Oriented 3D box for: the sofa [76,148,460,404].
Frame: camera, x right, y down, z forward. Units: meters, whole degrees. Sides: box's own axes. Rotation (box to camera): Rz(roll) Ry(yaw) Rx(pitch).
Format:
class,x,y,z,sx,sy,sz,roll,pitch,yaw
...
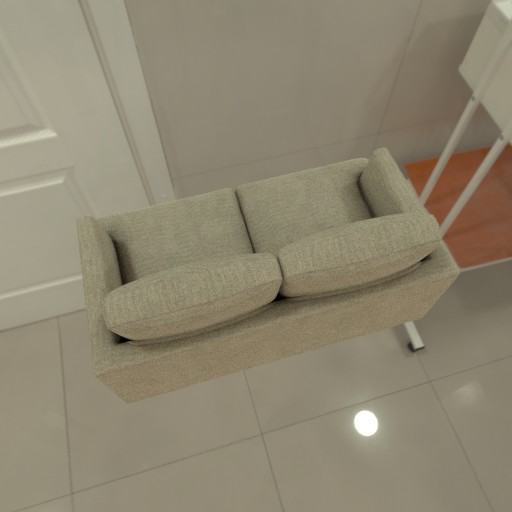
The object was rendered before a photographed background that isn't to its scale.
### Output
class,x,y,z,sx,sy,sz,roll,pitch,yaw
sofa,0.000,0.000,2.168,1.582,0.944,0.903,-14,61,-8
